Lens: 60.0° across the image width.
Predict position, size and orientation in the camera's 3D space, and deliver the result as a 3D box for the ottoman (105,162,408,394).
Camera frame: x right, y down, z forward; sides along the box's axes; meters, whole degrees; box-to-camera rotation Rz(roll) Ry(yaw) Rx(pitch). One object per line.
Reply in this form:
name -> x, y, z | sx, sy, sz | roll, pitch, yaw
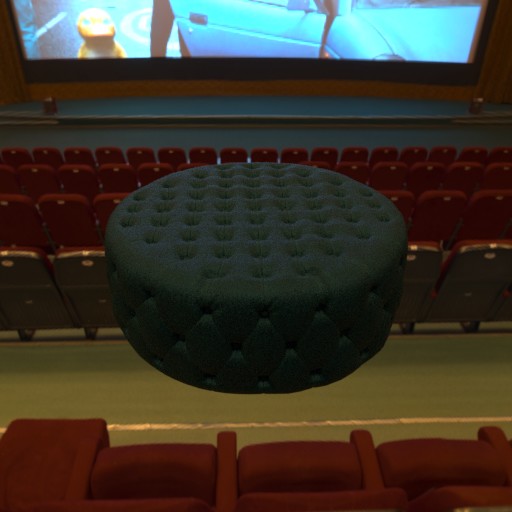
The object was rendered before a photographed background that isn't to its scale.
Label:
ottoman -> 0.000, 0.000, 1.544 | 0.998, 0.398, 0.998 | 0, 31, 0
